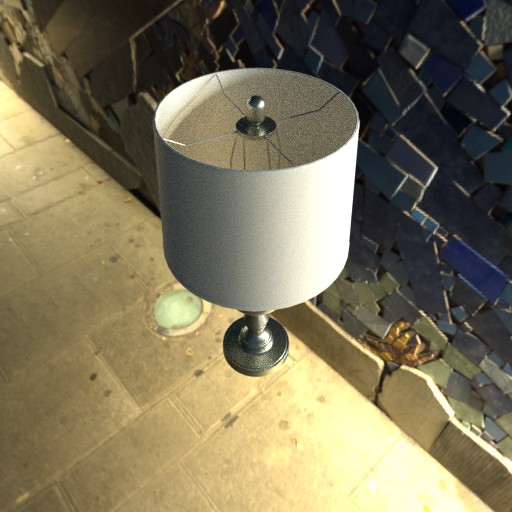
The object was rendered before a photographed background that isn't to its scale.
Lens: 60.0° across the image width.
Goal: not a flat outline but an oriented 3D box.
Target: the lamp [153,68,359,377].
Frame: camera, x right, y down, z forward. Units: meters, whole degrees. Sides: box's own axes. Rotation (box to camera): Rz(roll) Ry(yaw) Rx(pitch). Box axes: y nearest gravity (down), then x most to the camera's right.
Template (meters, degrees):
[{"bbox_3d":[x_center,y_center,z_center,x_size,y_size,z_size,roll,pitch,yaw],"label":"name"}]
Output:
[{"bbox_3d":[0.000,0.000,0.967,0.383,0.733,0.383,0,46,0],"label":"lamp"}]
